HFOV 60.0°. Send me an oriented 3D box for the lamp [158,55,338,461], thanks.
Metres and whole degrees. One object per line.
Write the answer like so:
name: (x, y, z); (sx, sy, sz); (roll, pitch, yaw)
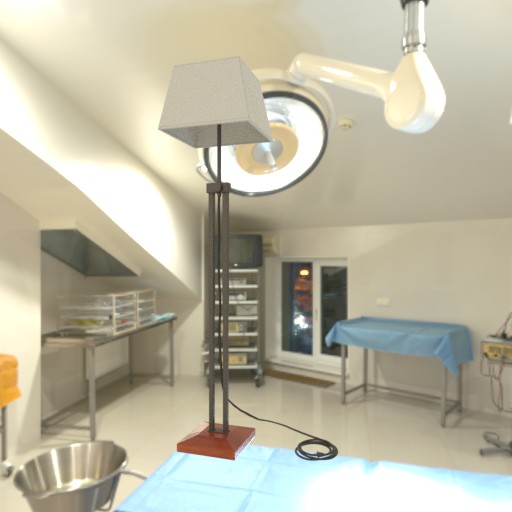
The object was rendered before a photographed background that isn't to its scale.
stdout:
lamp: (0.000, 0.000, 2.026); (0.745, 1.712, 0.472); (0, 0, 18)
